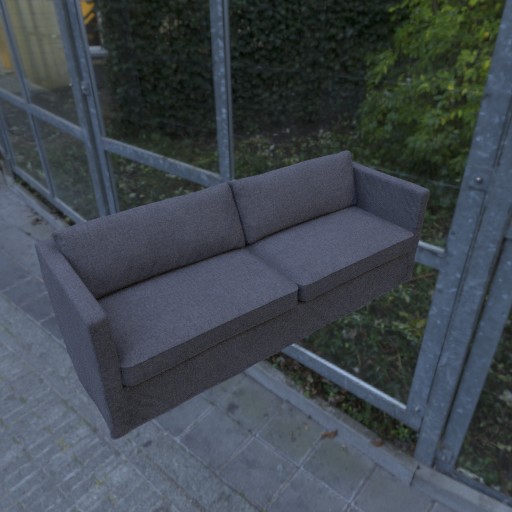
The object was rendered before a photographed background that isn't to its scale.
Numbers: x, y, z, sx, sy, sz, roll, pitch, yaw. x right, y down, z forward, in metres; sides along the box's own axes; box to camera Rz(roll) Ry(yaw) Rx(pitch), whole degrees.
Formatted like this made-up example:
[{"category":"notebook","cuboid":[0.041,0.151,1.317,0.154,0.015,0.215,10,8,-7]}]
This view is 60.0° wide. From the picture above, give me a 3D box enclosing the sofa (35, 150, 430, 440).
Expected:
[{"category":"sofa","cuboid":[0.000,0.000,3.315,2.779,0.998,1.036,-21,37,-31]}]
